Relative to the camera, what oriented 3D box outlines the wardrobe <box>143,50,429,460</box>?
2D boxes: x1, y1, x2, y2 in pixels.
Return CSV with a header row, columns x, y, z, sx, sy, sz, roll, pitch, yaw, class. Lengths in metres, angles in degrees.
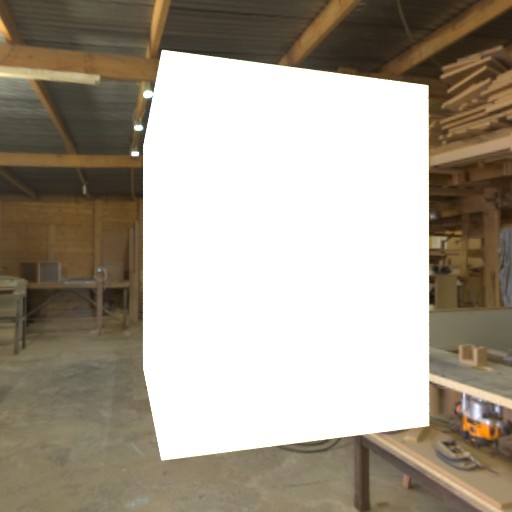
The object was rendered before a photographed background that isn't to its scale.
x,y,z,sx,sy,sz,roll,pitch,yaw,class
0.000,0.000,0.857,0.400,0.520,0.500,0,0,-17,wardrobe
